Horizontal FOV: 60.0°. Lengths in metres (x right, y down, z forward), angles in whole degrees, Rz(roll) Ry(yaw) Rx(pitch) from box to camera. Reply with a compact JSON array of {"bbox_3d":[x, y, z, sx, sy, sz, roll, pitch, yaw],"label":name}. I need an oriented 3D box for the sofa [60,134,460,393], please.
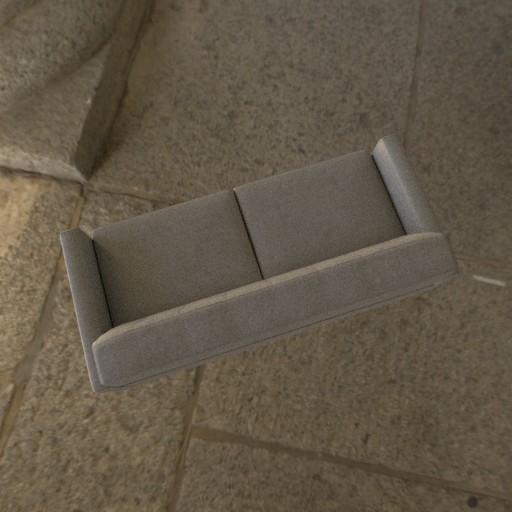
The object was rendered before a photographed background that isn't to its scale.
[{"bbox_3d":[0.000,0.000,2.611,2.055,0.873,0.968,-17,75,-5],"label":"sofa"}]
